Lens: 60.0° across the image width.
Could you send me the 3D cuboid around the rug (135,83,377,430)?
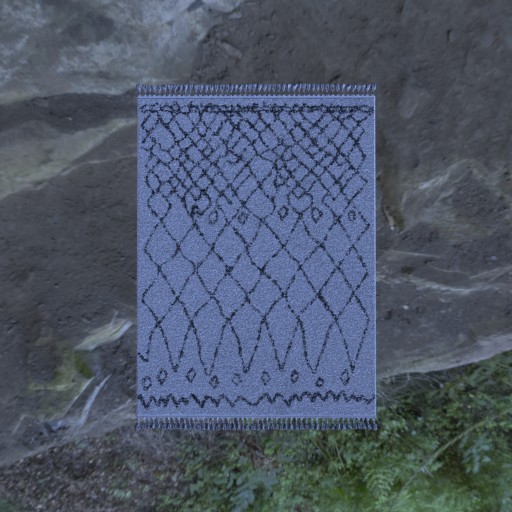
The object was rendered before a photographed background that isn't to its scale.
[{"bbox_3d":[0.000,0.000,2.965,1.613,0.017,2.312,0,89,0],"label":"rug"}]
